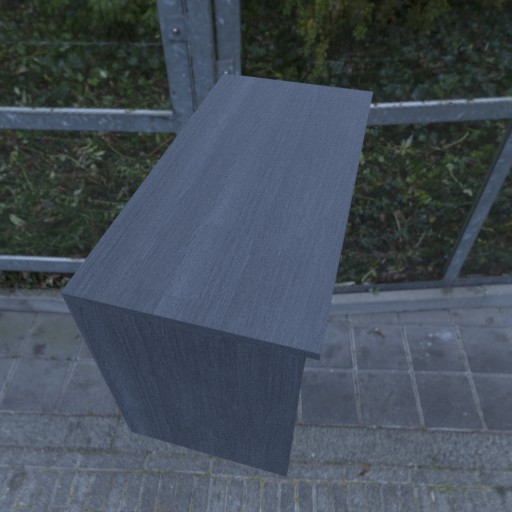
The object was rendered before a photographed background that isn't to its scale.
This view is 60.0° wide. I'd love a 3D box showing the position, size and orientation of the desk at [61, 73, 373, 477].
[{"bbox_3d":[0.000,0.000,1.518,0.557,0.729,1.099,11,47,11],"label":"desk"}]
